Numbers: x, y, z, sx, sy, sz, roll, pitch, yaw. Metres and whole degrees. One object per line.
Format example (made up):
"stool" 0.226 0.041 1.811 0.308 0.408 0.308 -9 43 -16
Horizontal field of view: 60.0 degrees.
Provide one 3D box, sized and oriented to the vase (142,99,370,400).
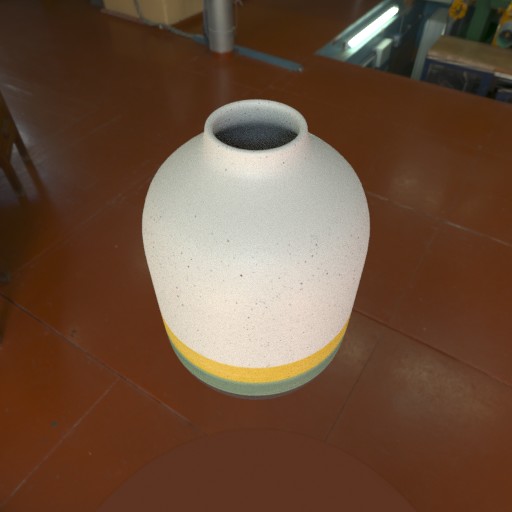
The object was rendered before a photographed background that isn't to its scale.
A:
"vase" 0.000 0.000 0.362 0.169 0.240 0.169 0 47 0
